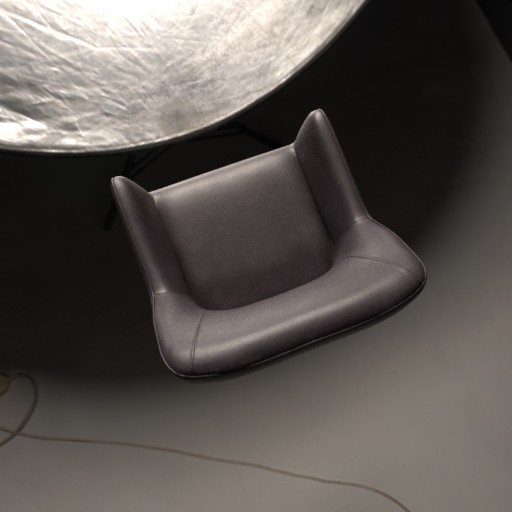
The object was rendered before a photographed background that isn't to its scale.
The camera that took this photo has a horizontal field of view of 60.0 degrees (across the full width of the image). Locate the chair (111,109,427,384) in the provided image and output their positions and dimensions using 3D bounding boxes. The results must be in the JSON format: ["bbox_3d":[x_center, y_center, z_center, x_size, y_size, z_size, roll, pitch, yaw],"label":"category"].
[{"bbox_3d":[0.000,0.000,1.265,0.610,0.828,0.610,-20,75,-5],"label":"chair"}]
